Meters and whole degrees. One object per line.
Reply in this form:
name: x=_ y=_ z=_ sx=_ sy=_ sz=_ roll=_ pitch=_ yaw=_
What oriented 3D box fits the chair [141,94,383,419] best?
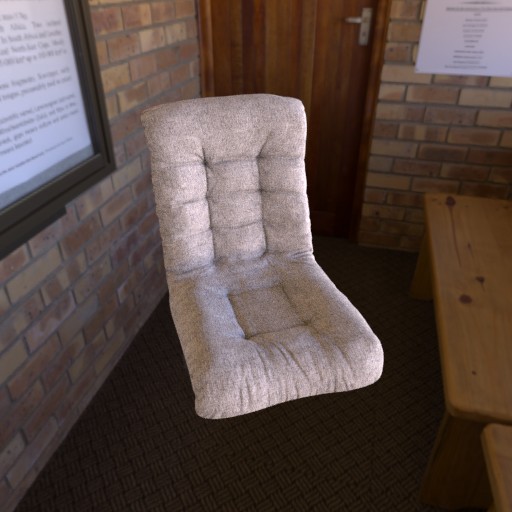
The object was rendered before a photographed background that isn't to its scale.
chair: x=0.000 y=0.000 z=1.008 sx=0.400 sy=0.600 sz=0.583 roll=-10 pitch=33 yaw=-15
